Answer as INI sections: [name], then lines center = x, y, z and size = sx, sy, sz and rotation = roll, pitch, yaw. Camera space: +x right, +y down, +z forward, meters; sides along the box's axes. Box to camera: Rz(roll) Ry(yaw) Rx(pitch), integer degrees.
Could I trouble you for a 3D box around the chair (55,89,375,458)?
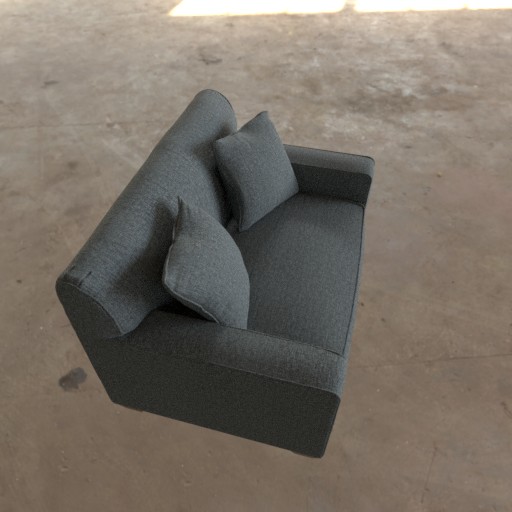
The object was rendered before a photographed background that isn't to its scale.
[chair]
center = 0.000, 0.000, 2.060
size = 1.000, 0.948, 1.383
rotation = 11, 48, 10
